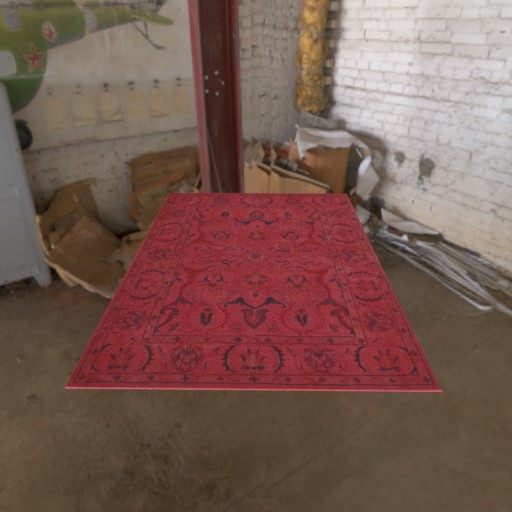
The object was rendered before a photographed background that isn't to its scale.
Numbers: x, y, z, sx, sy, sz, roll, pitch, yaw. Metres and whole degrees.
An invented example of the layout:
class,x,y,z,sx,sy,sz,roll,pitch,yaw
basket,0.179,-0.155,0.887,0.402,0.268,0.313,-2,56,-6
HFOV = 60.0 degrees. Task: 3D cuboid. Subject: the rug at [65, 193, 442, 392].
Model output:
class,x,y,z,sx,sy,sz,roll,pitch,yaw
rug,0.000,0.000,2.218,1.209,0.008,1.814,0,28,1
